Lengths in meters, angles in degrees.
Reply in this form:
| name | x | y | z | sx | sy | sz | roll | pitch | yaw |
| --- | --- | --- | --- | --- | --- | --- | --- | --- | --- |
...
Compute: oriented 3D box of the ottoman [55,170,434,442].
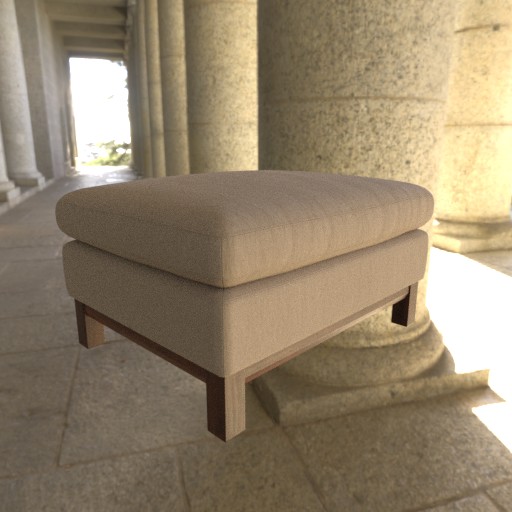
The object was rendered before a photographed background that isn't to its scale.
| name | x | y | z | sx | sy | sz | roll | pitch | yaw |
| --- | --- | --- | --- | --- | --- | --- | --- | --- | --- |
| ottoman | 0.000 | 0.000 | 1.124 | 0.606 | 0.420 | 0.771 | 14 | 20 | 42 |
